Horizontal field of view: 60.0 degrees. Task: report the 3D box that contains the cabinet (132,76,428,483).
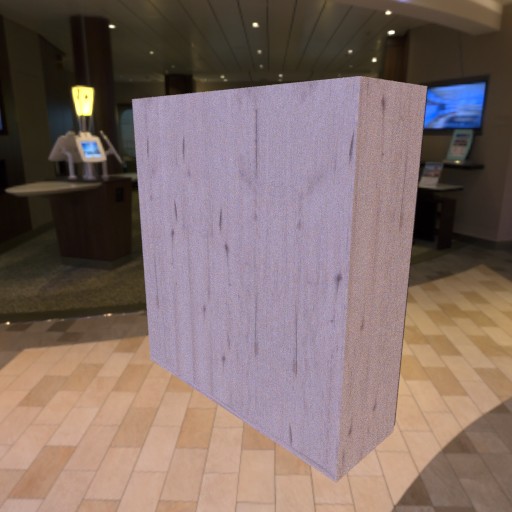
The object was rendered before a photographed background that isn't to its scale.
[{"bbox_3d":[0.000,0.000,3.167,0.660,2.180,2.000,-15,21,-42],"label":"cabinet"}]
